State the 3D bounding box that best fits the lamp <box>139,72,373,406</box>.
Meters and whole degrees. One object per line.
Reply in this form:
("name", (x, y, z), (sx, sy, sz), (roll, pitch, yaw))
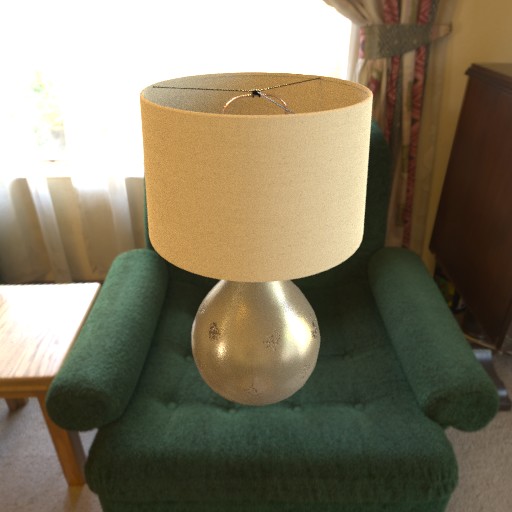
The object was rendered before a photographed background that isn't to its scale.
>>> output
("lamp", (0.000, 0.000, 0.728), (0.330, 0.521, 0.330), (0, 31, 0))
